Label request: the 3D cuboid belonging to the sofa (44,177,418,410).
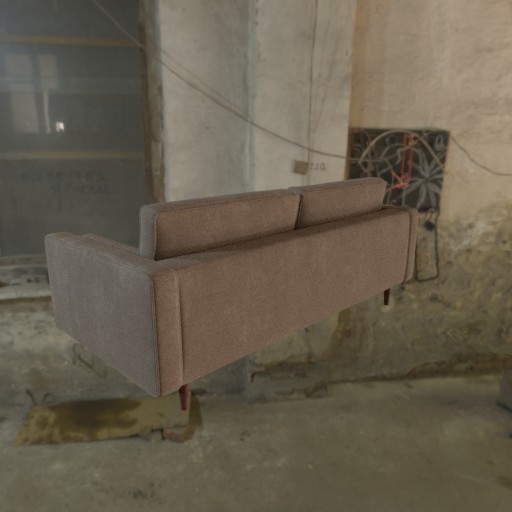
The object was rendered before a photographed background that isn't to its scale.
[{"bbox_3d":[0.000,0.000,2.363,1.883,0.769,0.920,-15,21,-43],"label":"sofa"}]
